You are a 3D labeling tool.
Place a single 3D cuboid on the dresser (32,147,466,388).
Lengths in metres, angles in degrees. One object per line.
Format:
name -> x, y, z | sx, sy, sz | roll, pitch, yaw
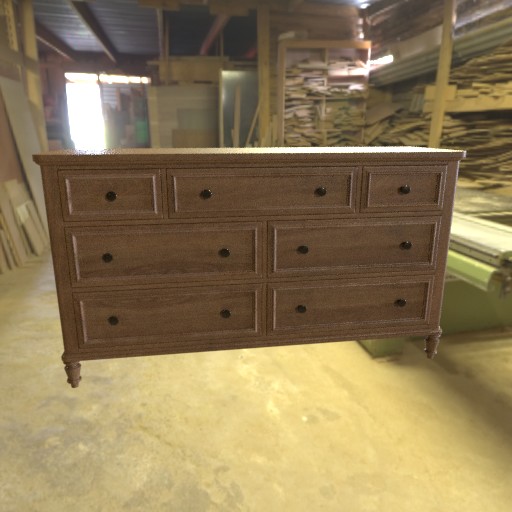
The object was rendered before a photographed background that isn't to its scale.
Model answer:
dresser -> 0.000, 0.000, 1.917 | 1.583, 0.892, 0.468 | -2, 16, -8
